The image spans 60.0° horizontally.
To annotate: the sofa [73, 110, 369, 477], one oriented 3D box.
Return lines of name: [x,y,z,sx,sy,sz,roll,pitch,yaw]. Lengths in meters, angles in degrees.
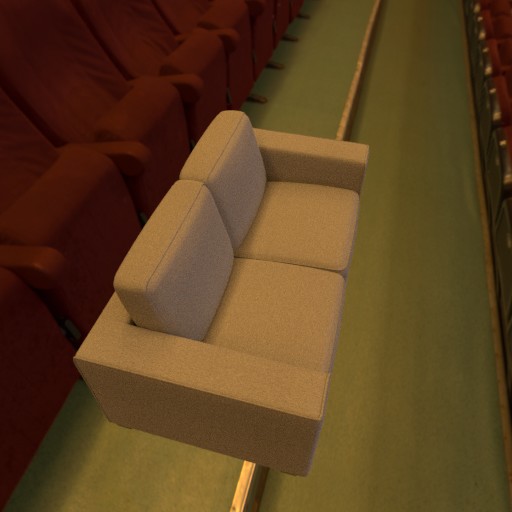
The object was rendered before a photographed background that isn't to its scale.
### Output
sofa: [0.000,0.000,2.388,1.007,0.924,1.812,11,48,10]
